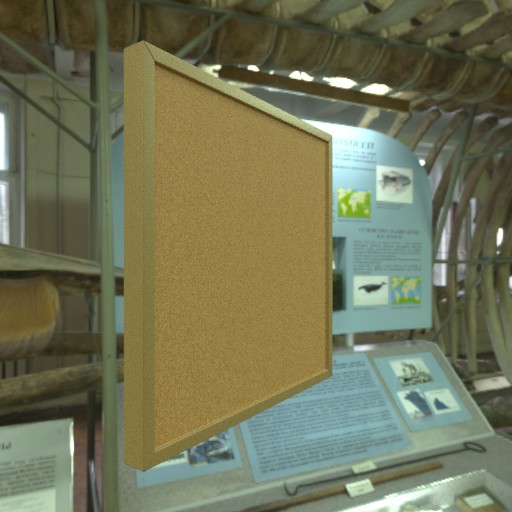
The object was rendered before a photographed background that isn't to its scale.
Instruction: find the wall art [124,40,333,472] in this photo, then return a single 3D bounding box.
[{"bbox_3d":[0.000,0.000,0.739,0.036,0.509,0.509,0,0,35],"label":"wall art"}]
